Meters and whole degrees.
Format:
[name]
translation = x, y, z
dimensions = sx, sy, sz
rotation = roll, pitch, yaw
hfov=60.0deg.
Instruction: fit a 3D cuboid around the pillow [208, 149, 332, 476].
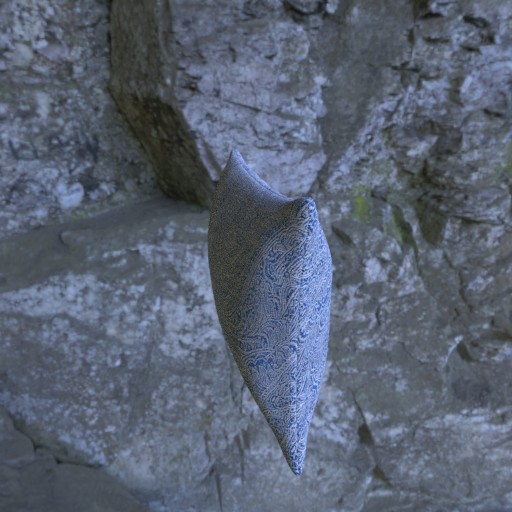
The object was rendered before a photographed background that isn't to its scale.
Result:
[pillow]
translation = 0.000, 0.000, 0.709
dimensions = 0.151, 0.295, 0.615
rotation = -3, 18, -8
